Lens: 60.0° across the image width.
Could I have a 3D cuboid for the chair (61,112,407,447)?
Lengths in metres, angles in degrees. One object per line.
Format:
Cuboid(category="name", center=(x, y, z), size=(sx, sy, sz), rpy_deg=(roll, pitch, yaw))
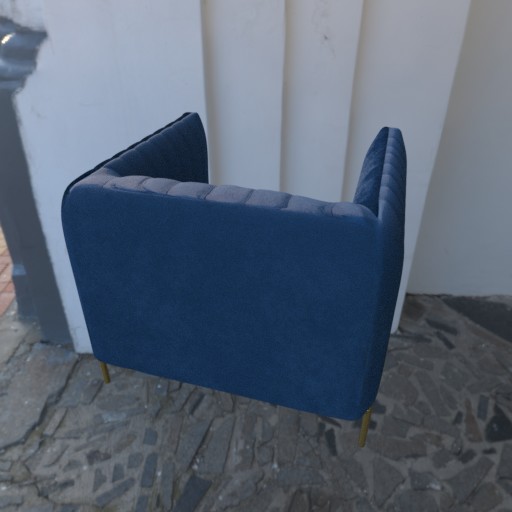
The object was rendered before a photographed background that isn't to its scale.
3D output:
Cuboid(category="chair", center=(0.000, 0.000, 1.581), size=(0.947, 0.793, 0.877), rpy_deg=(9, 33, 14))
